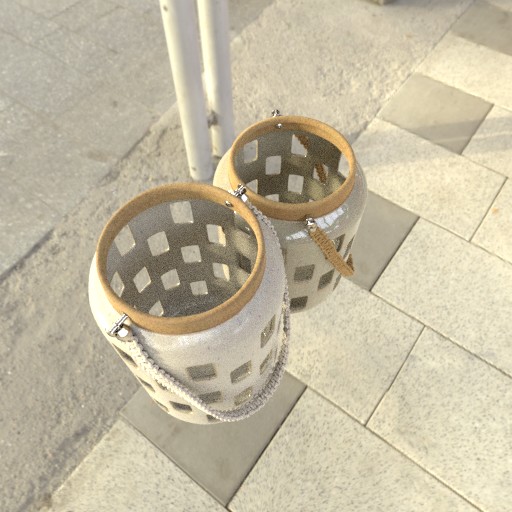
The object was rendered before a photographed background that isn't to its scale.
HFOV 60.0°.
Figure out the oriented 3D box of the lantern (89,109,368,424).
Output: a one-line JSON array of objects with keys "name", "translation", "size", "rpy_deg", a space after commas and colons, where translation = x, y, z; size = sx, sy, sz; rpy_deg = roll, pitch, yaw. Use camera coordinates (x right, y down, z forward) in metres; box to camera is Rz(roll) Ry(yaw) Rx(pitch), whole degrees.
[{"name": "lantern", "translation": [0.000, 0.000, 0.483], "size": [0.184, 0.255, 0.347], "rpy_deg": [30, 63, 17]}]
